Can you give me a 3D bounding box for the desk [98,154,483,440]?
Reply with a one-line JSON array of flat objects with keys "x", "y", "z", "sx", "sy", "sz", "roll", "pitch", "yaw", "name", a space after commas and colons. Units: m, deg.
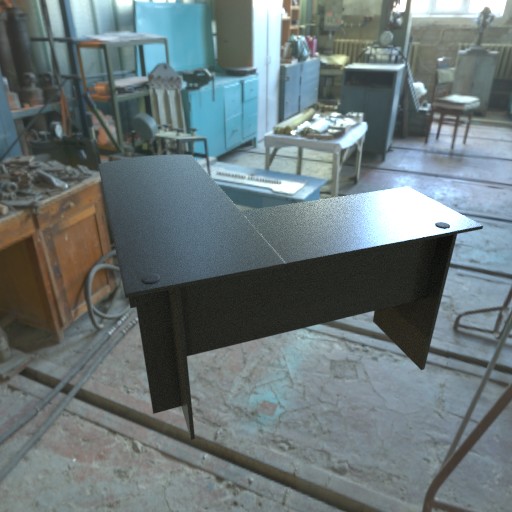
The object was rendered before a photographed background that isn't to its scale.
[{"x": 0.000, "y": 0.000, "z": 2.184, "sx": 1.303, "sy": 0.716, "sz": 1.361, "roll": -10, "pitch": 31, "yaw": -18, "name": "desk"}]
